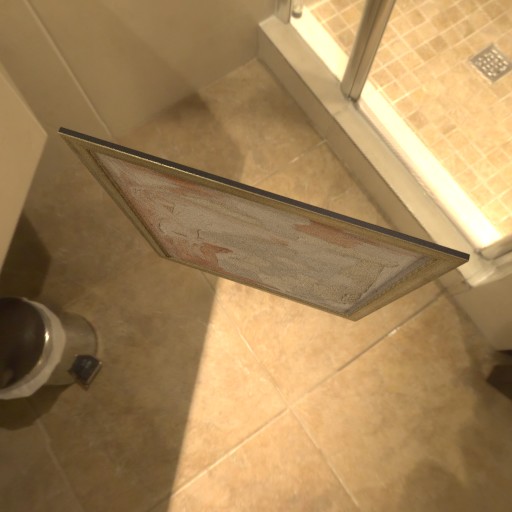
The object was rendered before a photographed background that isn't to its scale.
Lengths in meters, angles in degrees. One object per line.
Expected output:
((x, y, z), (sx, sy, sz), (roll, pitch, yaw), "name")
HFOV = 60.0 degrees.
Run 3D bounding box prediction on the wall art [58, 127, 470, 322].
((0.000, 0.000, 0.764), (0.483, 0.559, 0.009), (18, 76, 5), "wall art")
